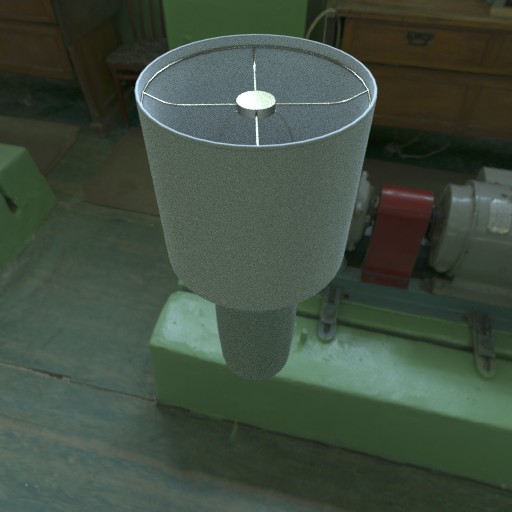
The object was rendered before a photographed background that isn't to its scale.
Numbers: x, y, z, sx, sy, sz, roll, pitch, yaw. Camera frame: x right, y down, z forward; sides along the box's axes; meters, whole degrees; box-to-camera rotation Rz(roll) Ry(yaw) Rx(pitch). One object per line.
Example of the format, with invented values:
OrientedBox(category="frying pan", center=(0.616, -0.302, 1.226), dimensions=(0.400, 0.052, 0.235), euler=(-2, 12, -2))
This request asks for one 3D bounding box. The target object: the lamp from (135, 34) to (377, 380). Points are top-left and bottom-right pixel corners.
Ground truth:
OrientedBox(category="lamp", center=(0.000, 0.000, 0.582), dimensions=(0.220, 0.475, 0.220), euler=(9, 47, 9))
